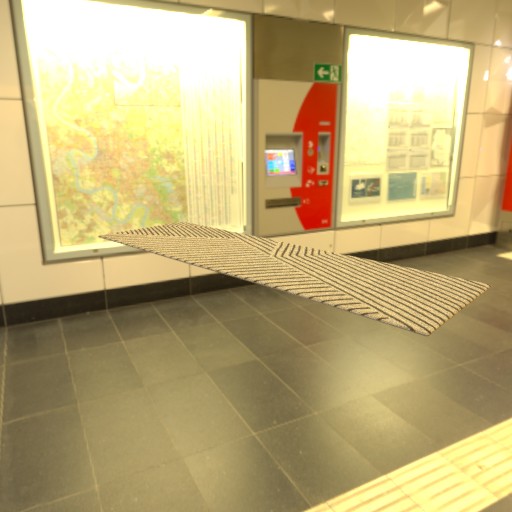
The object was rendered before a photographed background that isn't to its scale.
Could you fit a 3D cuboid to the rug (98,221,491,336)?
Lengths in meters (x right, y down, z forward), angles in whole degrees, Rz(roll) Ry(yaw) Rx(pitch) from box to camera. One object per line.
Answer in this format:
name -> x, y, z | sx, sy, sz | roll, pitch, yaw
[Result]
rug -> 0.000, 0.000, 2.696 | 2.439, 0.020, 0.773 | 14, 20, 41
